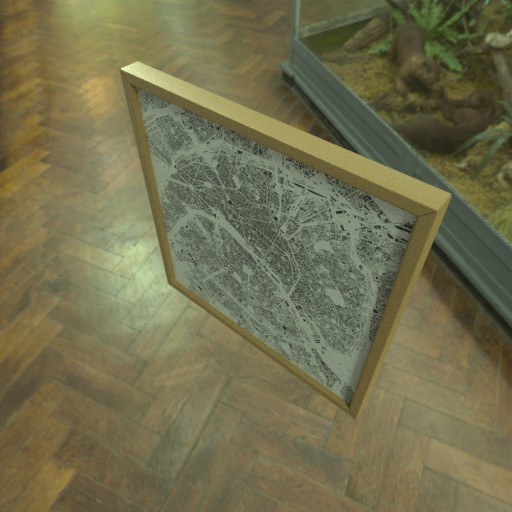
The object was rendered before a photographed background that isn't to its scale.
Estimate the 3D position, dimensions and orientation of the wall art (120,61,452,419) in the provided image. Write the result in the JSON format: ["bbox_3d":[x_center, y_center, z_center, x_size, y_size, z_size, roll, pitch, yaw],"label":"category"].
[{"bbox_3d":[0.000,0.000,0.754,0.509,0.509,0.036,31,54,26],"label":"wall art"}]
